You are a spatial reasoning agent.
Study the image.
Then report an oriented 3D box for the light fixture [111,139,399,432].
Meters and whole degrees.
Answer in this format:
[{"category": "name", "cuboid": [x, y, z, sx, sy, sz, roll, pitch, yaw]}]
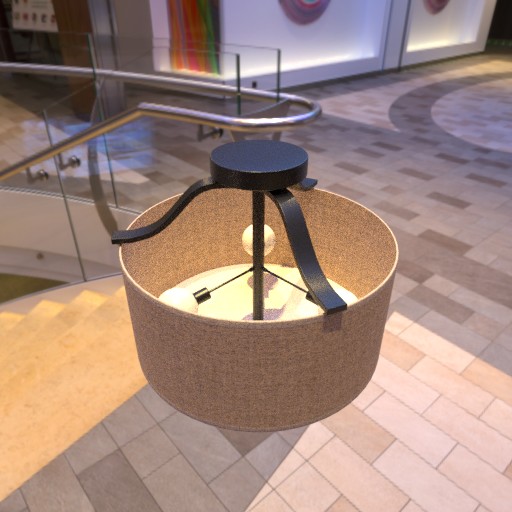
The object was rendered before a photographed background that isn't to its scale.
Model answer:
[{"category": "light fixture", "cuboid": [0.000, 0.000, 0.645, 0.390, 0.306, 0.390, 0, 32, 0]}]
